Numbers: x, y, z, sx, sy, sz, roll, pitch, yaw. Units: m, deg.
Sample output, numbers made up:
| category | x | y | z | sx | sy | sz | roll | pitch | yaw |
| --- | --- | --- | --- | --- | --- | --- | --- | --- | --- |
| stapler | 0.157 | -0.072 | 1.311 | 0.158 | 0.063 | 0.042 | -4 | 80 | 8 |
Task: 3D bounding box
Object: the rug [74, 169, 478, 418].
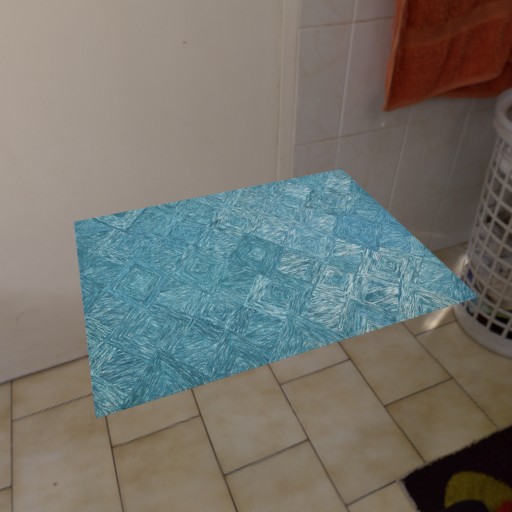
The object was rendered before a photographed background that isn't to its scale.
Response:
| category | x | y | z | sx | sy | sz | roll | pitch | yaw |
| --- | --- | --- | --- | --- | --- | --- | --- | --- | --- |
| rug | 0.000 | 0.000 | 4.276 | 3.217 | 0.027 | 2.405 | -14 | 42 | -16 |
